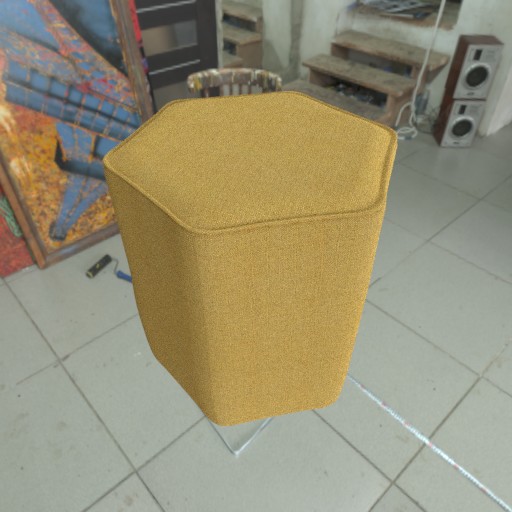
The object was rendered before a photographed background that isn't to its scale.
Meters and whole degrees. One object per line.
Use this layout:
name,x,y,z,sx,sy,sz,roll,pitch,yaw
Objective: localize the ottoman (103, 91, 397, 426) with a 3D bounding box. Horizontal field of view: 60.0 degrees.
ottoman,0.000,0.000,0.878,0.443,0.502,0.494,12,43,14
